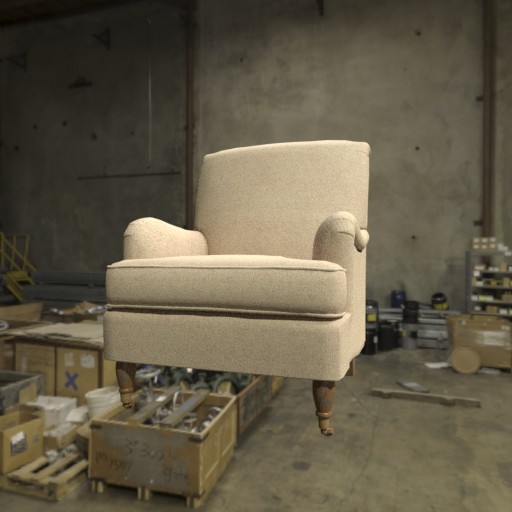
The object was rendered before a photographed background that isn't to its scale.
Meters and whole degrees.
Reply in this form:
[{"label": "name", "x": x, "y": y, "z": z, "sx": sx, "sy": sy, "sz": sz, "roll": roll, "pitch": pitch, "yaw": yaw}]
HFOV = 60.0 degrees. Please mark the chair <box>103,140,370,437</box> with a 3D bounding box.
[{"label": "chair", "x": 0.000, "y": 0.000, "z": 1.855, "sx": 0.879, "sy": 1.119, "sz": 0.953, "roll": 0, "pitch": 0, "yaw": 19}]
